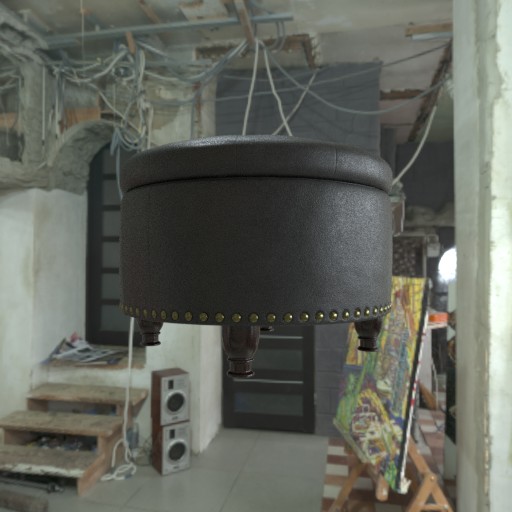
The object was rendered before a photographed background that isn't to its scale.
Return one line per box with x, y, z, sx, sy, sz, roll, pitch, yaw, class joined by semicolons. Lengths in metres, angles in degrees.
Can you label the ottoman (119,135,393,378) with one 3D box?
0.000;0.000;1.079;0.637;0.442;0.637;0;-1;0;ottoman
